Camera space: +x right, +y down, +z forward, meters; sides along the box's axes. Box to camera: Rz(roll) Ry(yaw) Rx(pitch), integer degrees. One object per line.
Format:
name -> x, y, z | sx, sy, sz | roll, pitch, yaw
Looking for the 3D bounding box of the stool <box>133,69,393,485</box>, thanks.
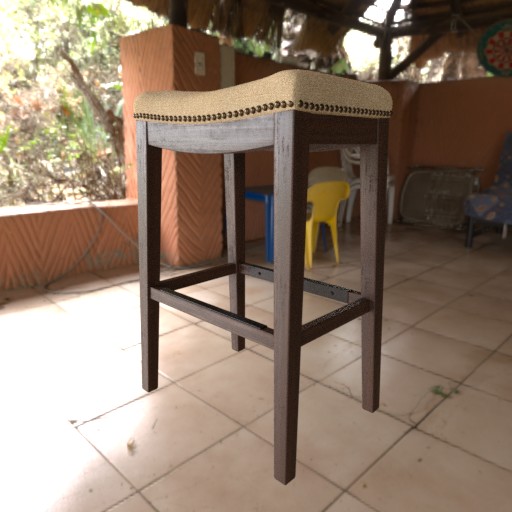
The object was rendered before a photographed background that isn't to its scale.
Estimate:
stool -> 0.000, 0.000, 1.061 | 0.509, 0.768, 0.363 | 13, 19, 42
